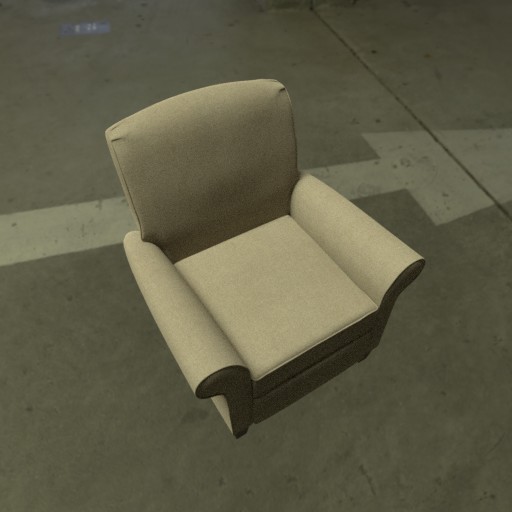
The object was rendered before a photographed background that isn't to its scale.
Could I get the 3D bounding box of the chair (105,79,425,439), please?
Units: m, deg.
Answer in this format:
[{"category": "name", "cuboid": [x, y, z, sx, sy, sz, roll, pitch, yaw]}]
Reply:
[{"category": "chair", "cuboid": [0.000, 0.000, 1.800, 0.978, 1.061, 0.905, -25, 51, -22]}]
